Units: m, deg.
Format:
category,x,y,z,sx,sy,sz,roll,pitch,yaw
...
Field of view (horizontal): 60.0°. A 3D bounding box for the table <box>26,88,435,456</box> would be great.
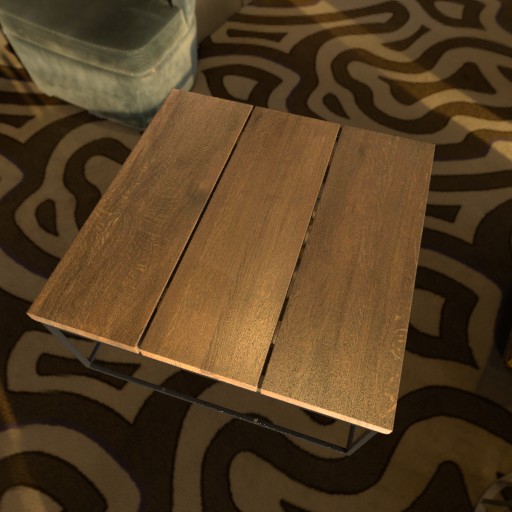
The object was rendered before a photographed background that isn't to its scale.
category,x,y,z,sx,sy,sz,roll,pitch,yaw
table,0.000,0.000,1.415,0.900,0.400,0.900,15,59,9
